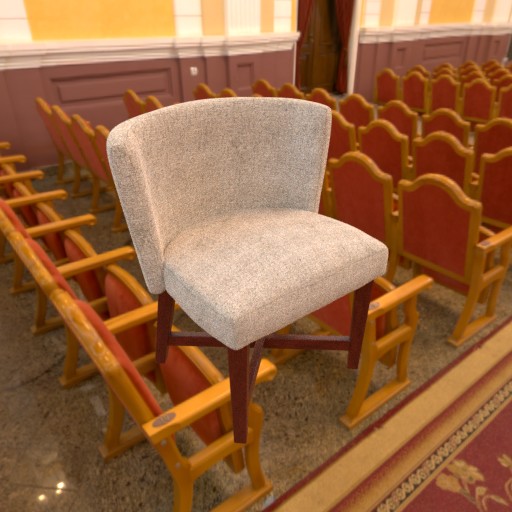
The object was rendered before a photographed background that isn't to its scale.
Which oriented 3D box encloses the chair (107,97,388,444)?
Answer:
[{"bbox_3d":[0.000,0.000,1.334,0.728,0.827,0.575,-21,36,-33],"label":"chair"}]
